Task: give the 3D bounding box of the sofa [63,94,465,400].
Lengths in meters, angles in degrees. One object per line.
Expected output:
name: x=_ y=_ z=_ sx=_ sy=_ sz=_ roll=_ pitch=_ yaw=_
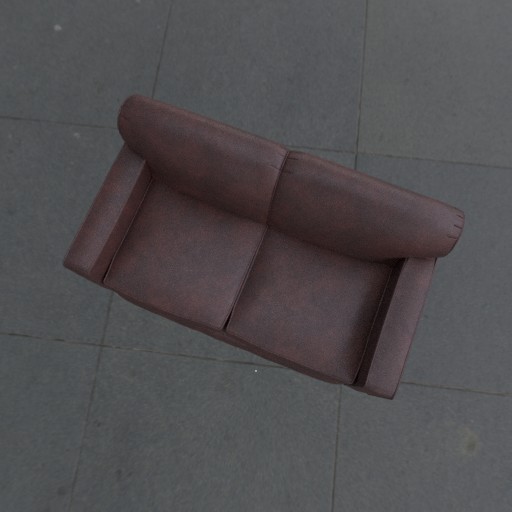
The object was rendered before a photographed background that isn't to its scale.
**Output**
sofa: x=0.000 y=0.000 z=2.499 sx=1.856 sy=0.966 sz=1.000 roll=21 pitch=76 yaw=5
